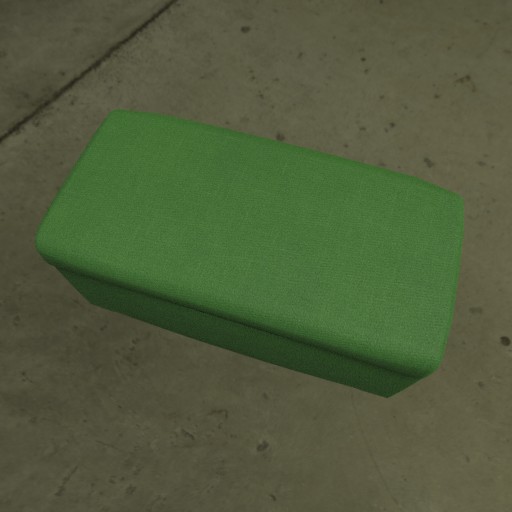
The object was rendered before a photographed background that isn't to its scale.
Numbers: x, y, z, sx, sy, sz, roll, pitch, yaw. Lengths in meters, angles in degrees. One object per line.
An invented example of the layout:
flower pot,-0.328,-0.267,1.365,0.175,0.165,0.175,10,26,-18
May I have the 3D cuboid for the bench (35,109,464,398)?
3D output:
bench,0.000,0.000,1.282,0.989,0.501,0.505,16,65,8
